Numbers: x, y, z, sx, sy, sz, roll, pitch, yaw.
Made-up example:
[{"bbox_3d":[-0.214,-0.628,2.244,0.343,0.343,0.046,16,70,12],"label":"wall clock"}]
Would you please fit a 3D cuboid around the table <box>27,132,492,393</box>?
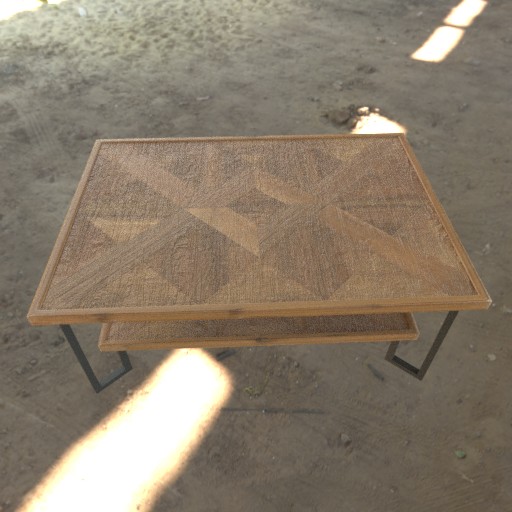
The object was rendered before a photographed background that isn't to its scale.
[{"bbox_3d":[0.000,0.000,1.654,1.238,0.492,0.877,-2,46,-2],"label":"table"}]
